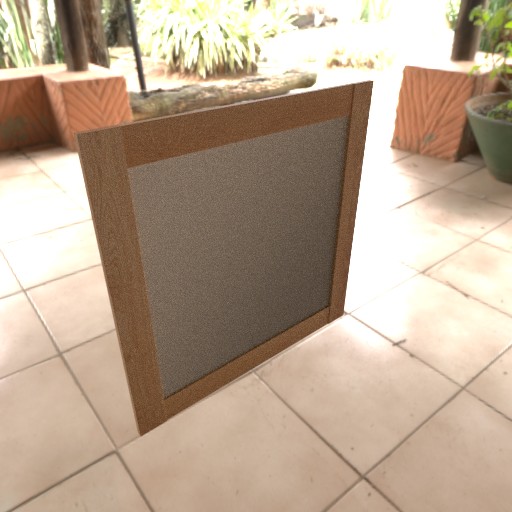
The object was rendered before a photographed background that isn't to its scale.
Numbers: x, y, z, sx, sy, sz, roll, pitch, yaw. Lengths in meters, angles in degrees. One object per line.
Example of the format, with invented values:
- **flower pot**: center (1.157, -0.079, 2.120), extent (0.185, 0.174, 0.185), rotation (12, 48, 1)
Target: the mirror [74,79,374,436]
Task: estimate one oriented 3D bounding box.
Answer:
- **mirror**: center (0.000, 0.000, 1.184), extent (0.800, 0.800, 0.020), rotation (-23, 38, -33)
